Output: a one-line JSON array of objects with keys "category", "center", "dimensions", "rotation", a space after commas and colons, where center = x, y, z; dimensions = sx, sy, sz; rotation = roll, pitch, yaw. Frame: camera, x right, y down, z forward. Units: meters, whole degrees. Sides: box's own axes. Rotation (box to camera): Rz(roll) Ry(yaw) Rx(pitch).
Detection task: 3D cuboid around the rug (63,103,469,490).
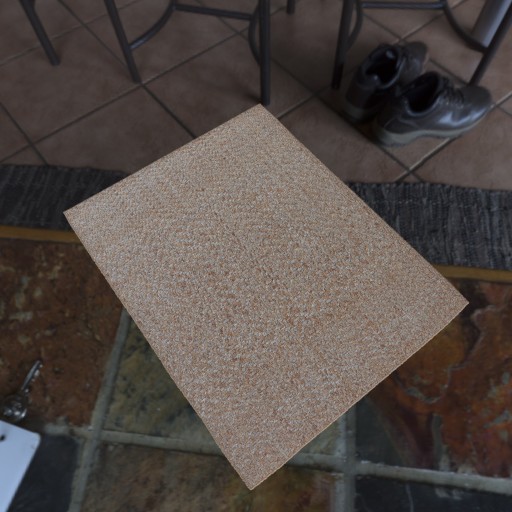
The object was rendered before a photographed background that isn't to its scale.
[{"category": "rug", "center": [0.000, 0.000, 4.103], "dimensions": [2.439, 0.013, 3.048], "rotation": [-34, 68, -16]}]
